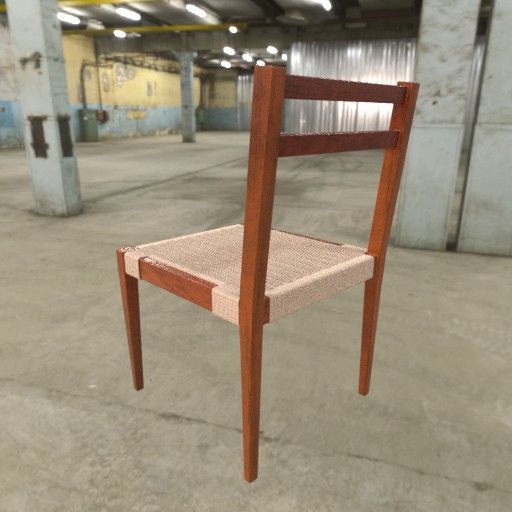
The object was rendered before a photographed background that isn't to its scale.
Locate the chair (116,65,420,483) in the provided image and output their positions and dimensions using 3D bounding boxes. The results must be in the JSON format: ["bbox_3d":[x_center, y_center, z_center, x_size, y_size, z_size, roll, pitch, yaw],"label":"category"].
[{"bbox_3d":[0.000,0.000,1.162,0.495,0.851,0.569,-16,23,-42],"label":"chair"}]
